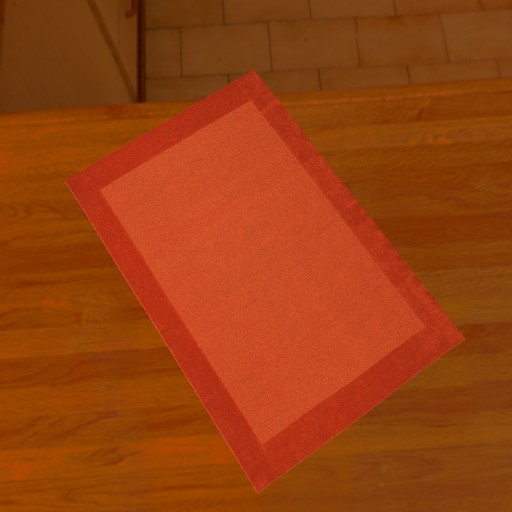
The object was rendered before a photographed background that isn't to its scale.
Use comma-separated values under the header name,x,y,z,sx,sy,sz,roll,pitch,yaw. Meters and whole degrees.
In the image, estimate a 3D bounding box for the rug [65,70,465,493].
name,x,y,z,sx,sy,sz,roll,pitch,yaw
rug,0.000,0.000,2.258,1.219,0.014,1.829,-33,78,-8
